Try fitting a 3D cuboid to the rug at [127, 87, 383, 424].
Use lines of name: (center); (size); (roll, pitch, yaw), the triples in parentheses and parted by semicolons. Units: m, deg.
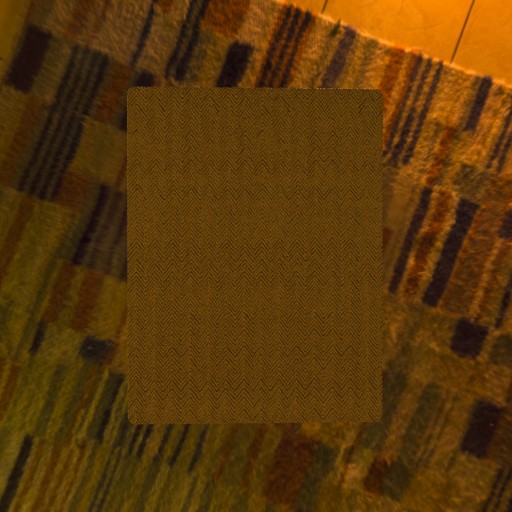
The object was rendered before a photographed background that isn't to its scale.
rug: (0.000, 0.000, 4.244); (2.439, 0.014, 3.207); (0, 90, -1)
